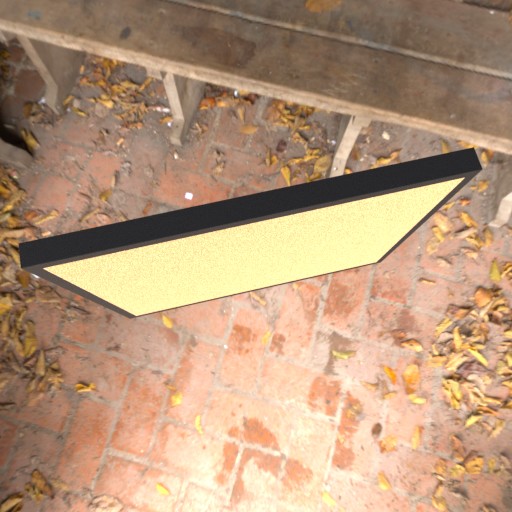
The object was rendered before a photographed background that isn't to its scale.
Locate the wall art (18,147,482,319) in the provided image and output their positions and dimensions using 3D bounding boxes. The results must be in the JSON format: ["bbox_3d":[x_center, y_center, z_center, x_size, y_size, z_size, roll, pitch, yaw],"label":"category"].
[{"bbox_3d":[0.000,0.000,0.742,0.554,0.454,0.030,-12,75,-3],"label":"wall art"}]
